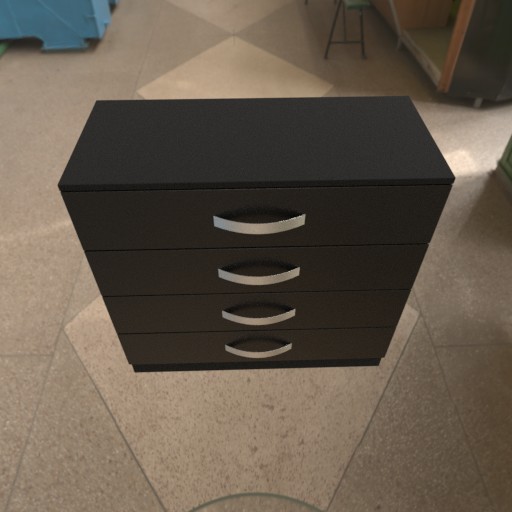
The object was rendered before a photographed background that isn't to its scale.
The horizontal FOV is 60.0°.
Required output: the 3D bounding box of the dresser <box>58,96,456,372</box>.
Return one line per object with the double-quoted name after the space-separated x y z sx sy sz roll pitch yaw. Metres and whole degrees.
0.000 0.000 1.198 0.750 0.720 0.360 -1 46 -1 "dresser"
